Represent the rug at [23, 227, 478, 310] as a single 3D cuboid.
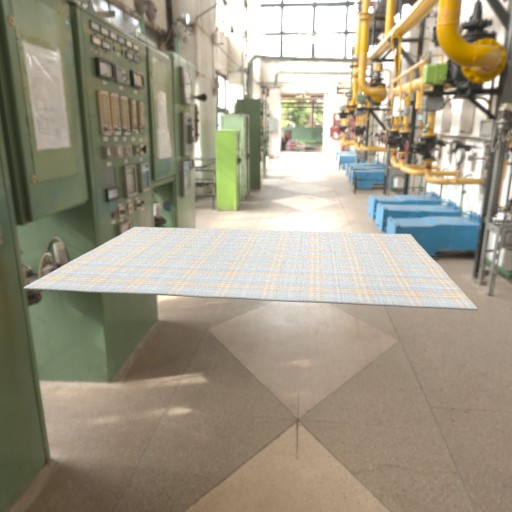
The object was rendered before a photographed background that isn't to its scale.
[{"bbox_3d":[0.000,0.000,2.345,1.835,0.012,1.231,2,16,7],"label":"rug"}]
